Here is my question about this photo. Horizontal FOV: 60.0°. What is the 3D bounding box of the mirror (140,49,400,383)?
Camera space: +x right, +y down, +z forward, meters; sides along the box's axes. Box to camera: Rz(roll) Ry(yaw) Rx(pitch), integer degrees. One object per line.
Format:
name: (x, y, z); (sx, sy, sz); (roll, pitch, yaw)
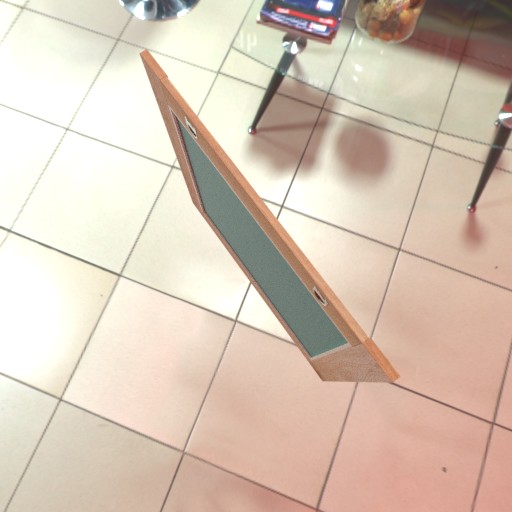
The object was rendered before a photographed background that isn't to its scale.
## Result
mirror: (0.000, 0.000, 1.209); (0.020, 0.800, 0.800); (-35, 77, -9)
